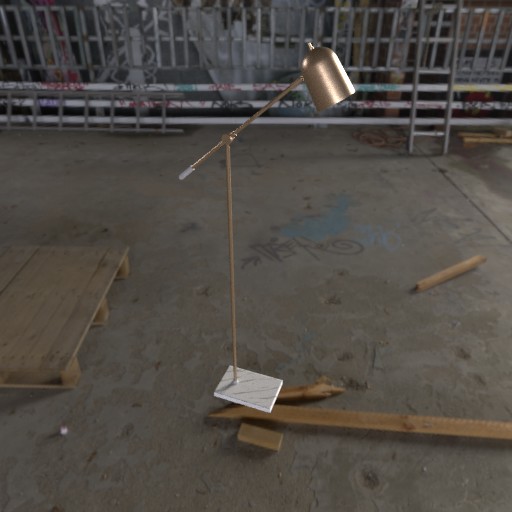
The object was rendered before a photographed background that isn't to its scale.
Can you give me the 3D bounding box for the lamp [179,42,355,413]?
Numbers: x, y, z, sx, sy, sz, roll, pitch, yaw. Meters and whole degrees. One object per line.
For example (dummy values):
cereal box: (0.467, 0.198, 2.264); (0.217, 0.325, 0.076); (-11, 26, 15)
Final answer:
lamp: (0.000, 0.000, 1.814); (0.653, 1.594, 0.194); (11, 33, 18)
